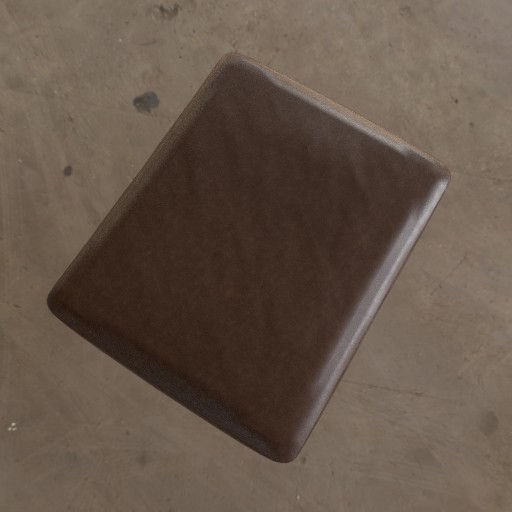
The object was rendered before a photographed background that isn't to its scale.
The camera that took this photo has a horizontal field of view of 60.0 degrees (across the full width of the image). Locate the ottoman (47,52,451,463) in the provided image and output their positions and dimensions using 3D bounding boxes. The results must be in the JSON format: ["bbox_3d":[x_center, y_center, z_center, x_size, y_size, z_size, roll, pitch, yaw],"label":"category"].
[{"bbox_3d":[0.000,0.000,1.101,0.603,0.476,0.751,31,79,7],"label":"ottoman"}]
